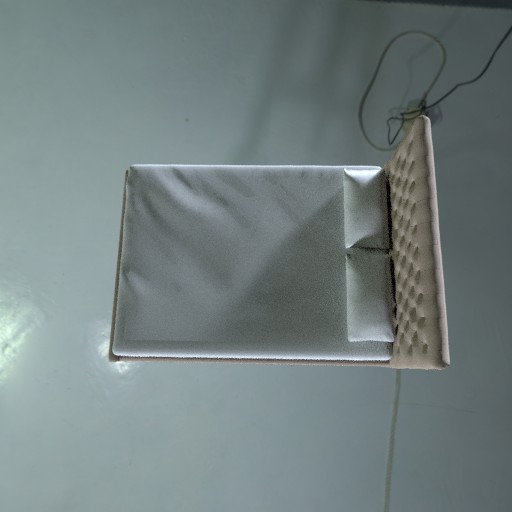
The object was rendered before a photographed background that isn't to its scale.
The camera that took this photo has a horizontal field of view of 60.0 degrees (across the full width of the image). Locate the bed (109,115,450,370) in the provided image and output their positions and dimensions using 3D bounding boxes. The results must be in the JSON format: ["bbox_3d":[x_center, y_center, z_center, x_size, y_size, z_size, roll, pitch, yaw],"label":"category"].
[{"bbox_3d":[0.000,0.000,3.518,2.387,1.427,1.698,1,77,0],"label":"bed"}]
